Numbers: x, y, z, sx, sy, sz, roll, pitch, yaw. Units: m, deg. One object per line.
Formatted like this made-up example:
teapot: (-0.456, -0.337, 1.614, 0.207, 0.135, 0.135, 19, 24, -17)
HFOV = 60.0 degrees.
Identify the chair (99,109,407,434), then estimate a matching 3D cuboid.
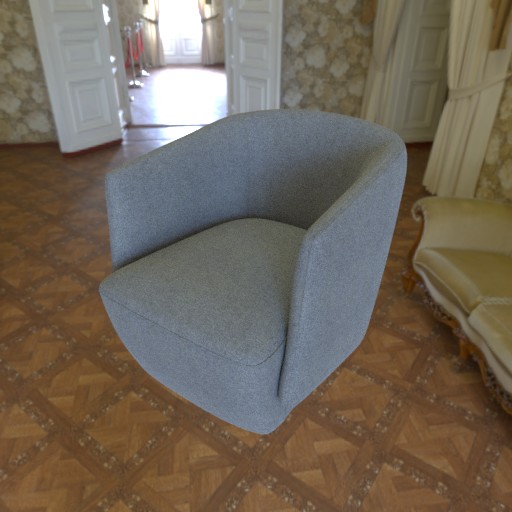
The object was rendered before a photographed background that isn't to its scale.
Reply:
chair: (0.000, 0.000, 1.609, 0.822, 0.861, 0.986, 19, 35, 30)
